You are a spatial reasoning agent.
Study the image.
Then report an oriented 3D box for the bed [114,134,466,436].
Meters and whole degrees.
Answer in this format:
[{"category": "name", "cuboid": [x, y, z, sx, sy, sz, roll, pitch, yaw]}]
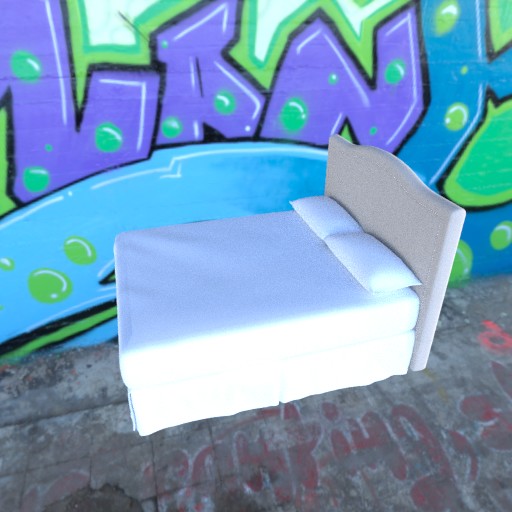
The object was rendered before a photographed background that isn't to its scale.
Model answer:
[{"category": "bed", "cuboid": [0.000, 0.000, 3.276, 2.052, 1.398, 1.678, -8, 31, -14]}]
